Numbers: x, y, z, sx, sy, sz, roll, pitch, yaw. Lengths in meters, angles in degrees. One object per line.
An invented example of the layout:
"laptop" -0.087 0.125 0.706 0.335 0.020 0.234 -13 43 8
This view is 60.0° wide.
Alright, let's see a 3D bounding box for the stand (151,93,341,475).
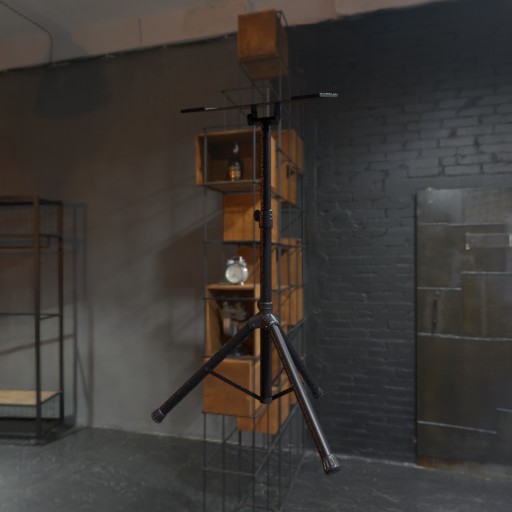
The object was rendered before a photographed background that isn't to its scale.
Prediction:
"stand" 0.000 0.000 1.619 0.702 1.198 0.702 0 0 19
